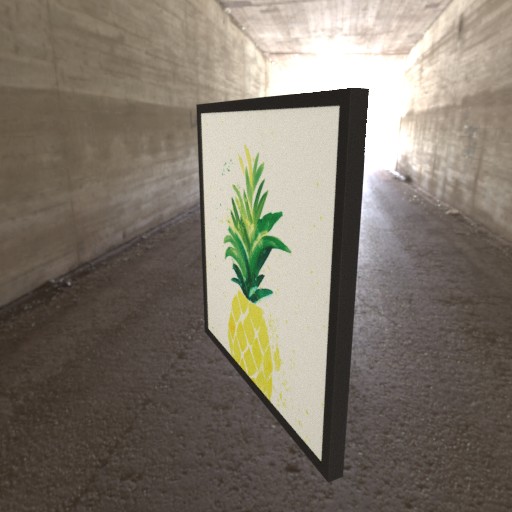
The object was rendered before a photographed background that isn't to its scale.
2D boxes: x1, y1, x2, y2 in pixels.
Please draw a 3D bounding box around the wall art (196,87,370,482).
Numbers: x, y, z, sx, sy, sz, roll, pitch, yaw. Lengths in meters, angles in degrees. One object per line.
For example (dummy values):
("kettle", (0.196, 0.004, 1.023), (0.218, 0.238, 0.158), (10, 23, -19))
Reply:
("wall art", (0.000, 0.000, 1.136), (0.037, 0.760, 0.762), (-8, 18, -24))
